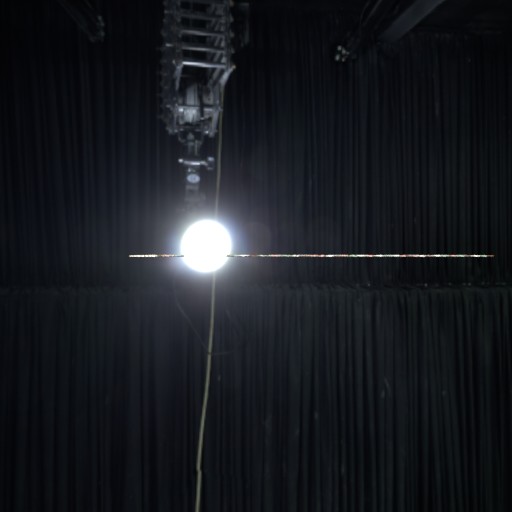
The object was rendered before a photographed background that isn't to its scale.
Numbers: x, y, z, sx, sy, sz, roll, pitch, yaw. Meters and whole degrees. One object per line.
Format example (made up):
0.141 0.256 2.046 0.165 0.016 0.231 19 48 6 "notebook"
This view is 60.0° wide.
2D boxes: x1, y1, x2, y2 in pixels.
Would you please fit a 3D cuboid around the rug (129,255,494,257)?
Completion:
0.000 0.000 2.272 1.219 0.008 1.829 0 0 -19 "rug"
